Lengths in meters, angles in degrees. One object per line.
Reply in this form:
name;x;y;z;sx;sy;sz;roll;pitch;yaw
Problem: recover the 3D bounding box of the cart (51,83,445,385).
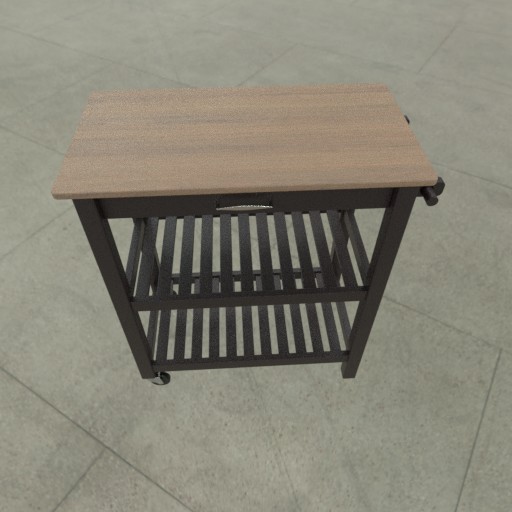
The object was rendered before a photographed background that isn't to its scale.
cart;0.000;0.000;1.445;0.899;0.927;0.457;-2;47;-2
